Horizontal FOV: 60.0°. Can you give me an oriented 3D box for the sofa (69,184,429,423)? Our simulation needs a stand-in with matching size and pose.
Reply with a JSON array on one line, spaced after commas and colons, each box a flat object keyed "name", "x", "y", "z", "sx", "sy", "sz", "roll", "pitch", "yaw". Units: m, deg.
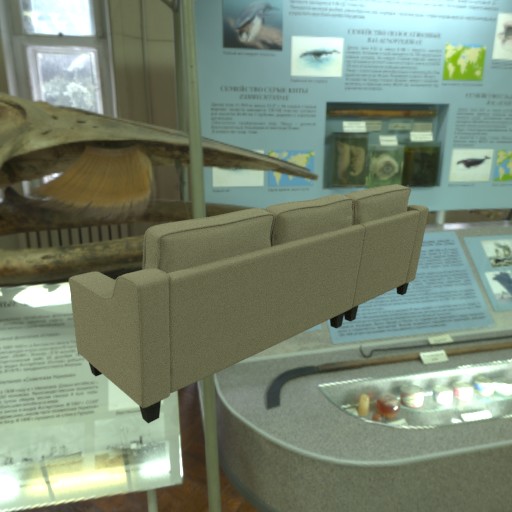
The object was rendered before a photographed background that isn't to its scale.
[{"name": "sofa", "x": 0.000, "y": 0.000, "z": 3.169, "sx": 2.561, "sy": 0.928, "sz": 1.294, "roll": -15, "pitch": 22, "yaw": -41}]
